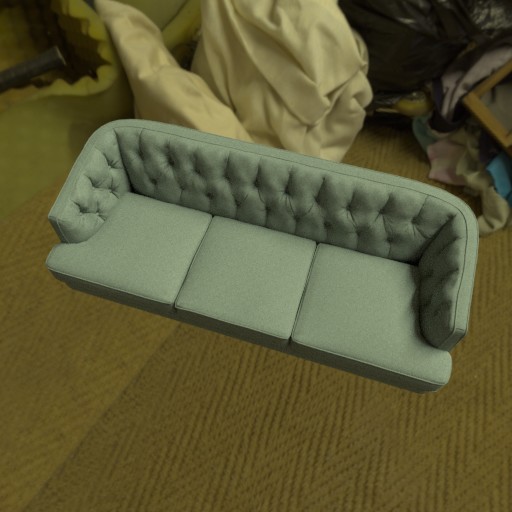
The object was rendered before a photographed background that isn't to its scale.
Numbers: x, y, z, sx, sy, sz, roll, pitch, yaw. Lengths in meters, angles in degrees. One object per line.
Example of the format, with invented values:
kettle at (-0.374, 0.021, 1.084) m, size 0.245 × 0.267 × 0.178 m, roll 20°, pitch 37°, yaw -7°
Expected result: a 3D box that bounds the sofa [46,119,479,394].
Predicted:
sofa at (0.000, 0.000, 2.597) m, size 2.278 × 0.855 × 0.941 m, roll 15°, pitch 60°, yaw 9°
